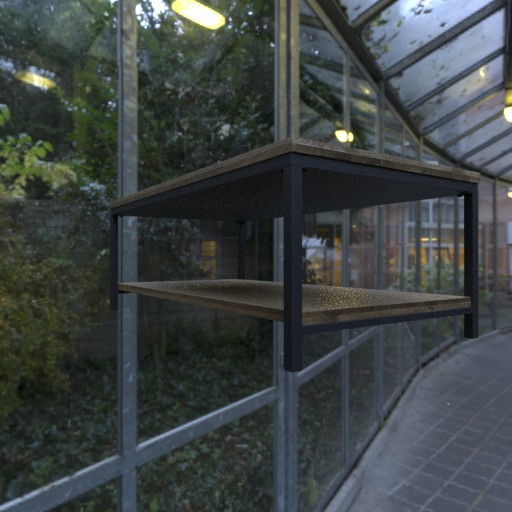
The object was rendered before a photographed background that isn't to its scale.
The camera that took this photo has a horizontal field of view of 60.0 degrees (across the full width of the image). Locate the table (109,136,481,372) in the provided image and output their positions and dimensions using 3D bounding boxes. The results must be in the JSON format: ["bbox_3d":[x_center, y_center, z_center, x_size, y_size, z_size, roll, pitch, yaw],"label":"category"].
[{"bbox_3d":[0.000,0.000,1.335,0.574,0.393,1.062,0,0,-34],"label":"table"}]
